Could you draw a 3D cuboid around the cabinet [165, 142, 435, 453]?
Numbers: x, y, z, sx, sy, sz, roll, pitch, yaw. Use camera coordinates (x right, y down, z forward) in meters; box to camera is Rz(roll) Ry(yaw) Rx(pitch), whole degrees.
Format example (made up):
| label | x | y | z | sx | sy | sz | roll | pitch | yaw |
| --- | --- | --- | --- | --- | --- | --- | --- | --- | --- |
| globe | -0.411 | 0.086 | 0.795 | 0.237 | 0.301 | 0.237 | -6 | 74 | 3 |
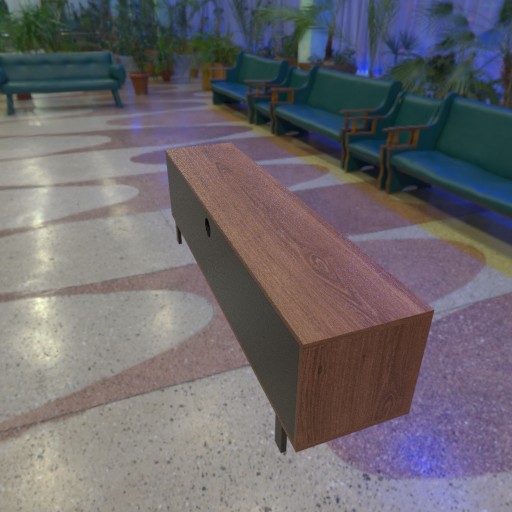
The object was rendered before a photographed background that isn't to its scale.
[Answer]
| label | x | y | z | sx | sy | sz | roll | pitch | yaw |
| --- | --- | --- | --- | --- | --- | --- | --- | --- | --- |
| cabinet | 0.000 | 0.000 | 1.860 | 0.400 | 0.500 | 1.650 | -11 | 31 | -18 |
